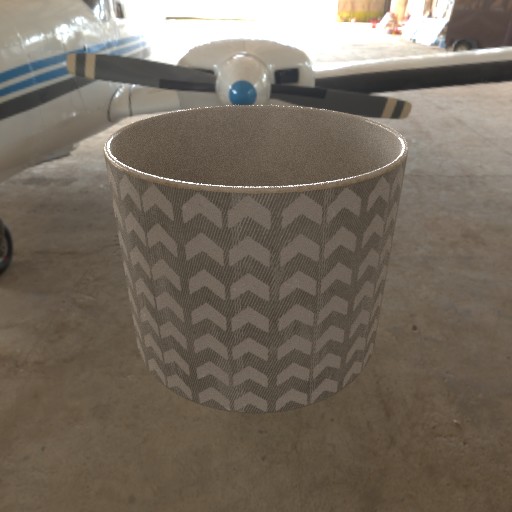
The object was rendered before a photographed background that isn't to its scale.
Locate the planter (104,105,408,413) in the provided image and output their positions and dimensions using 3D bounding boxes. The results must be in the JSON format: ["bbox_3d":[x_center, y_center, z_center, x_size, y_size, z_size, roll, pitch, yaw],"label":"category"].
[{"bbox_3d":[0.000,0.000,0.333,0.190,0.181,0.190,0,30,0],"label":"planter"}]
